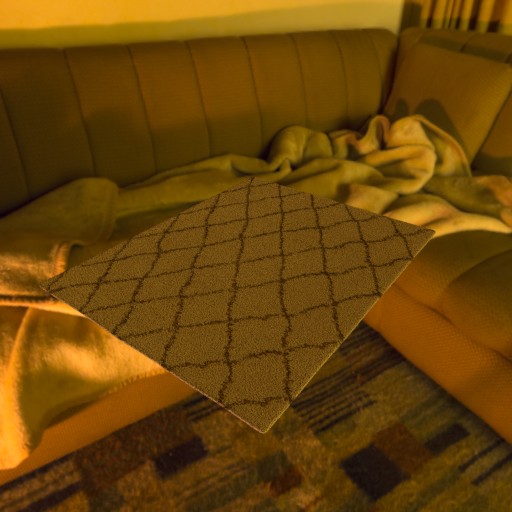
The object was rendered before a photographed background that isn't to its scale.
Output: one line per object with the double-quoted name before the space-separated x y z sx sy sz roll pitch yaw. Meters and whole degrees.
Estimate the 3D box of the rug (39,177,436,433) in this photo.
"rug" 0.000 0.000 4.245 2.438 0.029 3.047 22 39 31
